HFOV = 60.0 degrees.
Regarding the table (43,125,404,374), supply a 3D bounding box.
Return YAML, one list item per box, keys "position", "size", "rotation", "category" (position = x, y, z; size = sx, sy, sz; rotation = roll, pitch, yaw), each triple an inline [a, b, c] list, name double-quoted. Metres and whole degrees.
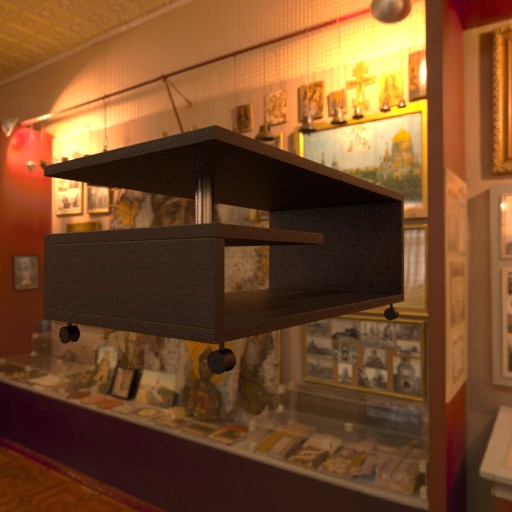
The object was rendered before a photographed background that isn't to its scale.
- position: [0.000, 0.000, 1.391]
  size: [0.590, 0.460, 1.050]
  rotation: [0, -1, 36]
  category: "table"
